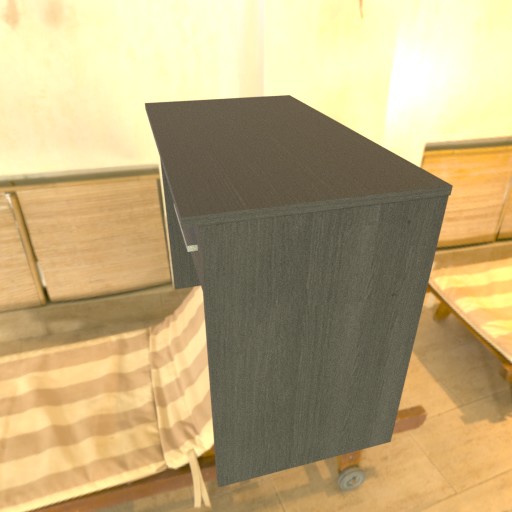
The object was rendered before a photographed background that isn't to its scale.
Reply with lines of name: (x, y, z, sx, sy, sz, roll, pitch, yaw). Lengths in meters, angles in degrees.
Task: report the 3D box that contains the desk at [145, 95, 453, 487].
desk: (0.000, 0.000, 1.307, 0.498, 0.724, 0.893, -8, 31, -14)
